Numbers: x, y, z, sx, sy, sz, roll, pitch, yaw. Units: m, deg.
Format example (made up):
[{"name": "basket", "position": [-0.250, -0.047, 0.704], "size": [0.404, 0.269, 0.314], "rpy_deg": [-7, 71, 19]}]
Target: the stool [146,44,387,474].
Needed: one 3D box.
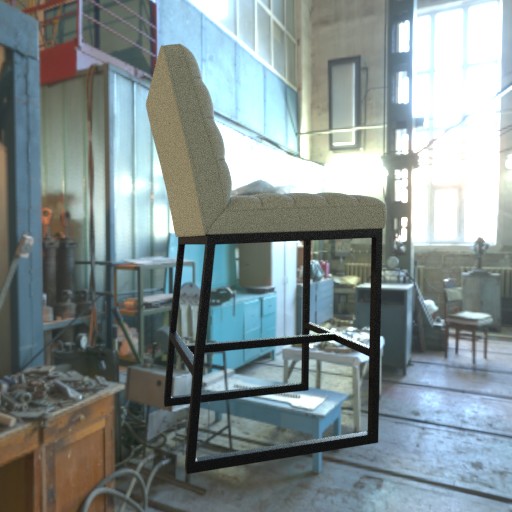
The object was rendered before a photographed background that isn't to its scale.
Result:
[{"name": "stool", "position": [0.000, 0.000, 1.236], "size": [0.560, 0.940, 0.460], "rpy_deg": [-1, 2, -18]}]
